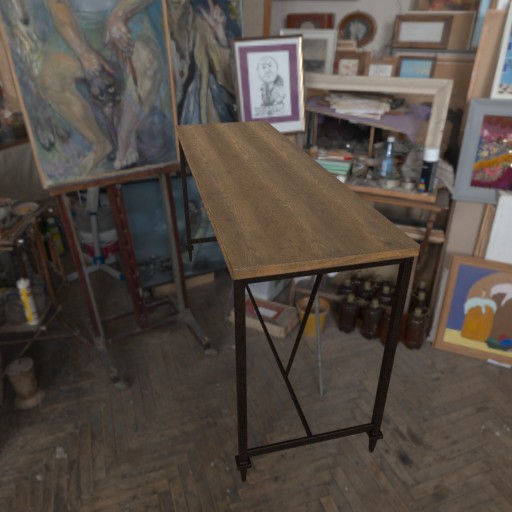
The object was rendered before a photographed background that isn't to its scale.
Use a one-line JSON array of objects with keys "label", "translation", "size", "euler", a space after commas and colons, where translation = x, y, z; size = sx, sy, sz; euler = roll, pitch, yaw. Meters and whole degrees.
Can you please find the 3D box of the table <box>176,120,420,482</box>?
[{"label": "table", "translation": [0.000, 0.000, 2.137], "size": [0.551, 0.902, 1.700], "euler": [-7, 30, -12]}]
